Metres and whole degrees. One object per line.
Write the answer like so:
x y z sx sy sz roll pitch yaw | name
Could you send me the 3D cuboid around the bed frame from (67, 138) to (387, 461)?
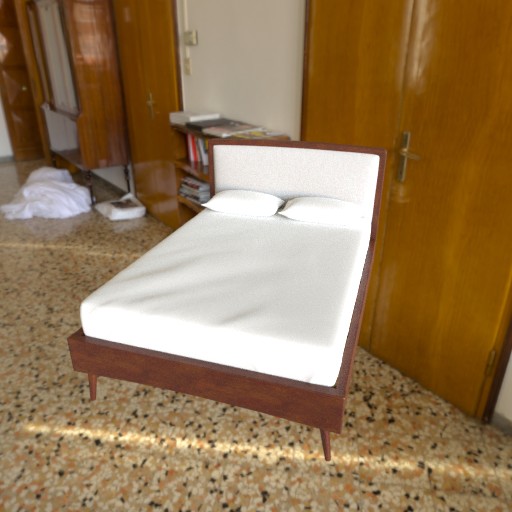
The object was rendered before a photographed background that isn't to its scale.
0.000 0.000 3.203 1.587 1.279 2.171 8 26 16 | bed frame
